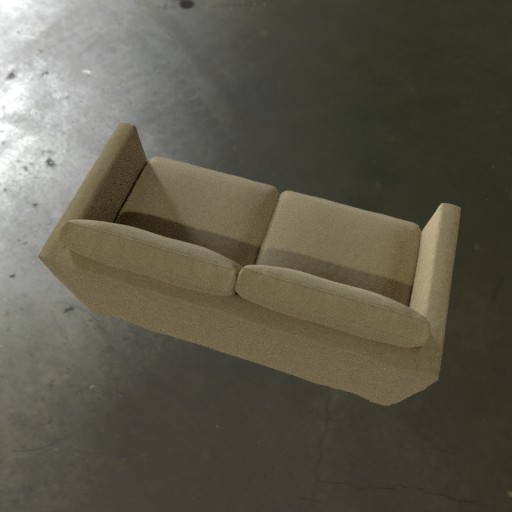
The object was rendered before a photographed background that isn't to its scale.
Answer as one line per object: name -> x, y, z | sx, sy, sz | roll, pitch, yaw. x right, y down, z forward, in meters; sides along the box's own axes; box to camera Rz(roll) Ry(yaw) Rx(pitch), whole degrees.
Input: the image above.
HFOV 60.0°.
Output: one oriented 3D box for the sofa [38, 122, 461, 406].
sofa -> 0.000, 0.000, 2.456 | 1.959, 0.835, 0.962 | 16, 64, 8
